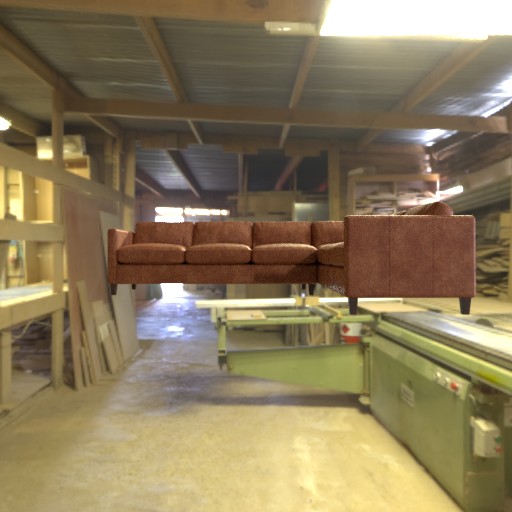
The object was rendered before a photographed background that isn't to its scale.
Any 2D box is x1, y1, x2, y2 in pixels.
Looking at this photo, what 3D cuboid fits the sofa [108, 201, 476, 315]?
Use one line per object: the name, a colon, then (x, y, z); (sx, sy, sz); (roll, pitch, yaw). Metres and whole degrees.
sofa: (0.000, 0.000, 4.362); (3.167, 0.838, 2.438); (0, 0, 0)
